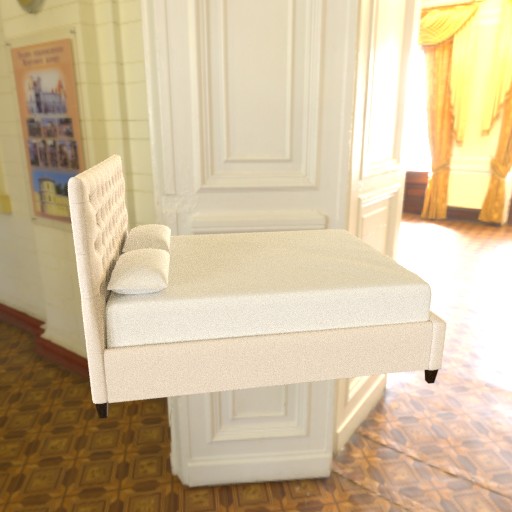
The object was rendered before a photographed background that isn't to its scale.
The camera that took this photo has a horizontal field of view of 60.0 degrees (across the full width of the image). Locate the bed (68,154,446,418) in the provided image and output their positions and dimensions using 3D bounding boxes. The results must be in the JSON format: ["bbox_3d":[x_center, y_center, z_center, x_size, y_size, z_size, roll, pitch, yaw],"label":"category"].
[{"bbox_3d":[0.000,0.000,3.381,2.233,1.426,1.696,-3,17,-9],"label":"bed"}]
